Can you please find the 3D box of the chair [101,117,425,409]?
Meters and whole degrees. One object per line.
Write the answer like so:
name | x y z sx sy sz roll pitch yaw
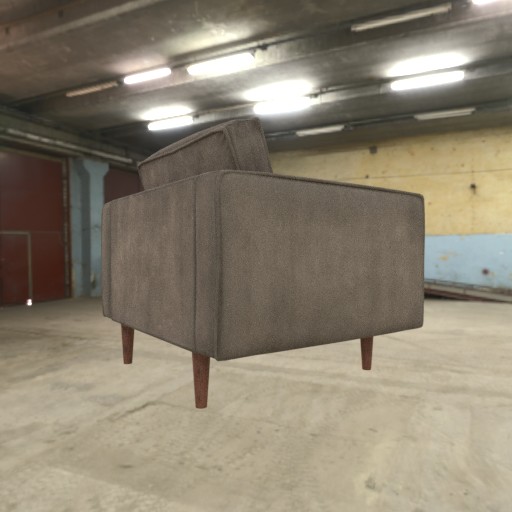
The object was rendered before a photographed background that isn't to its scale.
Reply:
chair | 0.000 0.000 1.585 0.843 0.773 0.928 0 1 -35
